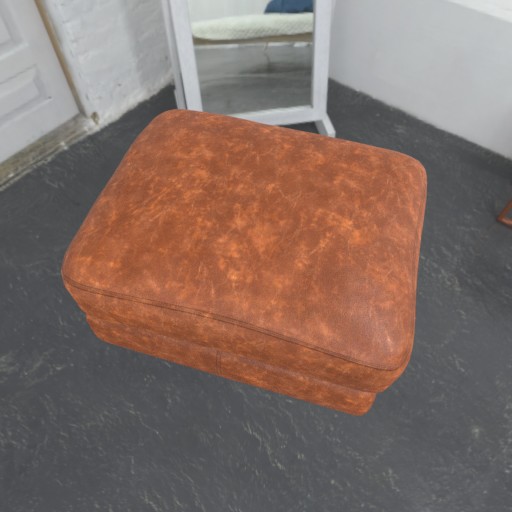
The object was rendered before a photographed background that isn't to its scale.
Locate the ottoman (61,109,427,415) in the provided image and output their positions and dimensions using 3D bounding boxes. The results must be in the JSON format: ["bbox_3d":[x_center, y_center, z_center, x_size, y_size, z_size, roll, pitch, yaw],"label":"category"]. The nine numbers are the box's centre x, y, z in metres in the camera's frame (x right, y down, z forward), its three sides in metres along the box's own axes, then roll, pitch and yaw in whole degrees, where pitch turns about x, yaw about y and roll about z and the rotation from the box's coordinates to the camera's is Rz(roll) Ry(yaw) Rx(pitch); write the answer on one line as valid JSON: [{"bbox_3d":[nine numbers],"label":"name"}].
[{"bbox_3d":[0.000,0.000,1.262,0.832,0.562,0.657,14,58,9],"label":"ottoman"}]
